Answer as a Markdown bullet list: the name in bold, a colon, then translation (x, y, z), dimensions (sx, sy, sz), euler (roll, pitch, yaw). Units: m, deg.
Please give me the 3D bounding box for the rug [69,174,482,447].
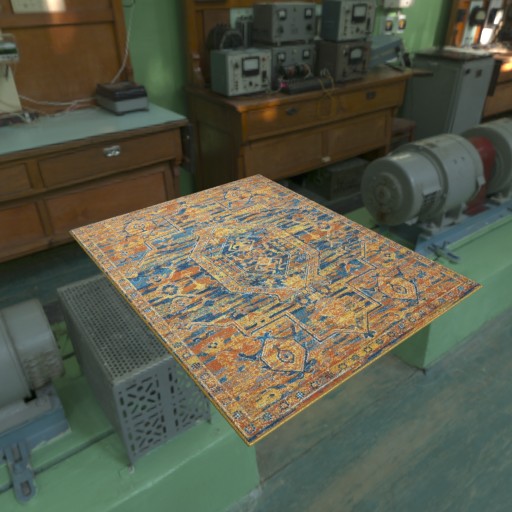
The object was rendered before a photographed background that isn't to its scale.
- **rug**: translation (0.000, 0.000, 4.082), dimensions (2.435, 0.031, 3.040), euler (-23, 39, -31)
